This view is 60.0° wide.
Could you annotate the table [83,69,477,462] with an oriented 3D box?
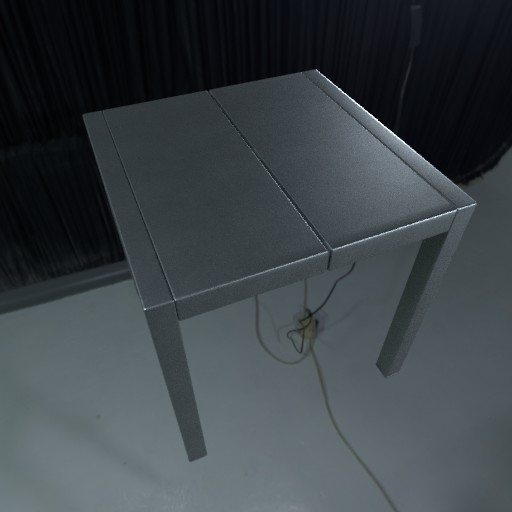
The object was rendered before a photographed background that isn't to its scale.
[{"bbox_3d":[0.000,0.000,0.938,0.508,0.508,0.508,-17,49,-16],"label":"table"}]
